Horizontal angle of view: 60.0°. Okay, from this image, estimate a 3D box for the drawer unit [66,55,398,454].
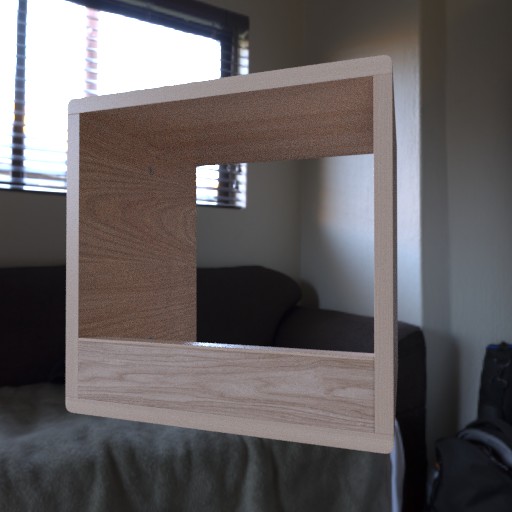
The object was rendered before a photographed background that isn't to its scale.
[{"bbox_3d":[0.000,0.000,0.572,0.344,0.344,0.290,0,-1,18],"label":"drawer unit"}]
